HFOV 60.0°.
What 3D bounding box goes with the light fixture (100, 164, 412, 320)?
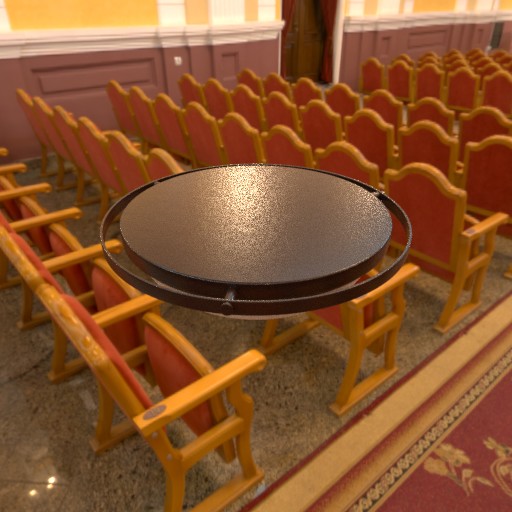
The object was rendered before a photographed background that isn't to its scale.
[{"bbox_3d":[0.000,0.000,0.565,0.361,0.130,0.361,0,31,0],"label":"light fixture"}]
